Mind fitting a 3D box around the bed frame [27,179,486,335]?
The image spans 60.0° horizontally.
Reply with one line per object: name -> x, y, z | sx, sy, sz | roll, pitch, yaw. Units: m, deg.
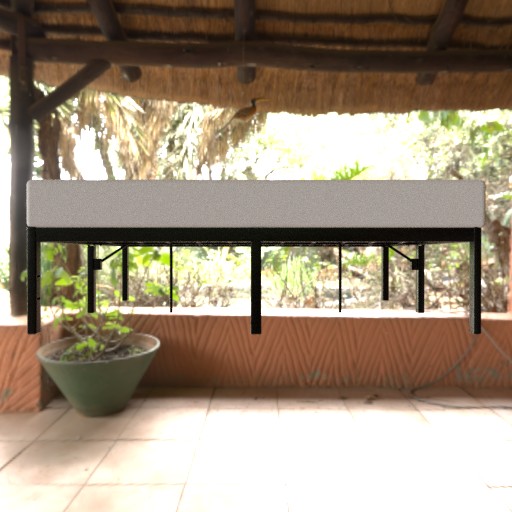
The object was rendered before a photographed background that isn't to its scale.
bed frame -> 0.000, 0.000, 2.573 | 1.956, 0.659, 1.408 | 0, 0, 0
